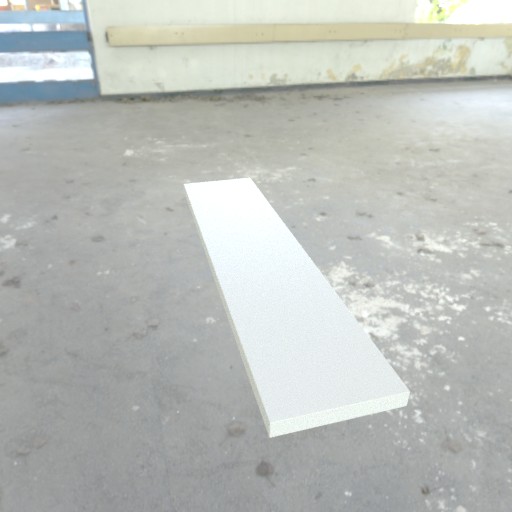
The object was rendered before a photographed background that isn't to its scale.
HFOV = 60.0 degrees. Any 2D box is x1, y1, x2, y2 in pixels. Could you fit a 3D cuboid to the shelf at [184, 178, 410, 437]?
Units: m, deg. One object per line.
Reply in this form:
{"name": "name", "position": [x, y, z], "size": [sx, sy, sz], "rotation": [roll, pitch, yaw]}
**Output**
{"name": "shelf", "position": [0.000, 0.000, 0.666], "size": [0.140, 0.020, 0.610], "rotation": [-8, 31, -13]}
